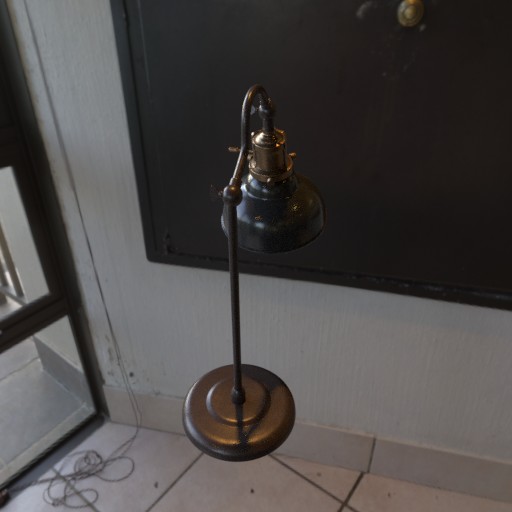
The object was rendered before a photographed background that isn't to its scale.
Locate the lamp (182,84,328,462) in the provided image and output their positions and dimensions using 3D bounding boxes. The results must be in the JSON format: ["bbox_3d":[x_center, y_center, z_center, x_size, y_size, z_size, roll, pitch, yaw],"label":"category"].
[{"bbox_3d":[0.000,0.000,0.694,0.192,0.508,0.374,10,33,16],"label":"lamp"}]
